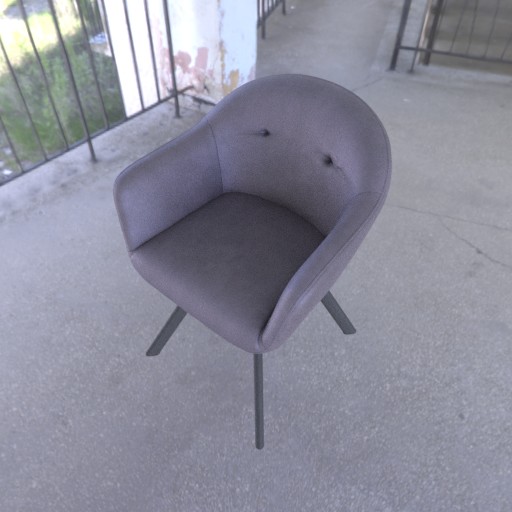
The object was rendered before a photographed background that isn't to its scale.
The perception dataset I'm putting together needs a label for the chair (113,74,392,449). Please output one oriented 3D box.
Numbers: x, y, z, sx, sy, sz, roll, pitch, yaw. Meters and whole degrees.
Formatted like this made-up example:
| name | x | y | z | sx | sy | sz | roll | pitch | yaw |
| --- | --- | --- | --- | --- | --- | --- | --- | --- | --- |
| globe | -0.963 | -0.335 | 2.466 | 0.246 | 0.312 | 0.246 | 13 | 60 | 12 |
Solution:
| name | x | y | z | sx | sy | sz | roll | pitch | yaw |
| --- | --- | --- | --- | --- | --- | --- | --- | --- | --- |
| chair | 0.000 | 0.000 | 1.185 | 0.567 | 0.781 | 0.544 | 31 | 53 | 27 |
